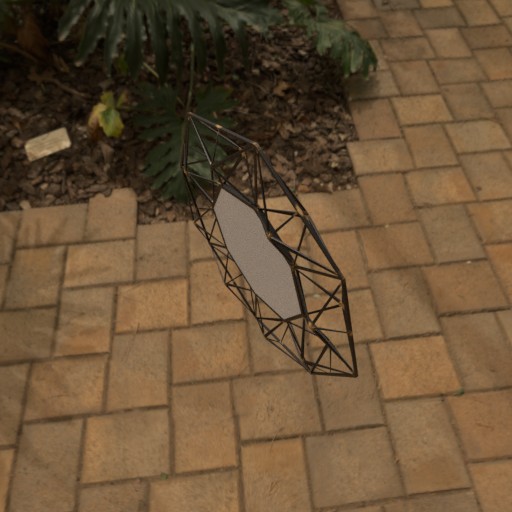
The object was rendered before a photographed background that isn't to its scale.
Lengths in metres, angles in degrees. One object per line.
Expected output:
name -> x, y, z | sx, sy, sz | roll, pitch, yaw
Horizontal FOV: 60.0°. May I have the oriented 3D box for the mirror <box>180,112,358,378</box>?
mirror -> 0.000, 0.000, 1.053 | 0.094, 0.710, 0.710 | -31, 63, -18
